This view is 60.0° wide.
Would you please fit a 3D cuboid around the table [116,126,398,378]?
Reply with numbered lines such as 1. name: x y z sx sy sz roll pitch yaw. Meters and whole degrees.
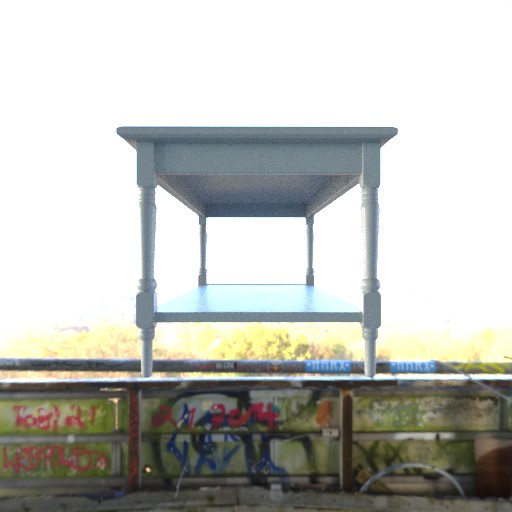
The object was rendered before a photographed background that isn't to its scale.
1. table: 0.000 0.000 1.416 0.551 0.506 1.109 0 0 0
